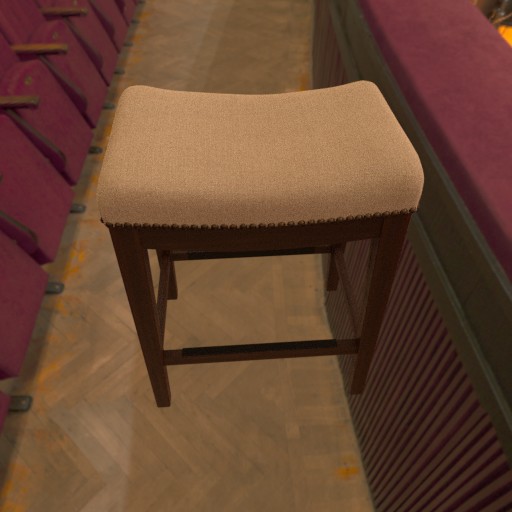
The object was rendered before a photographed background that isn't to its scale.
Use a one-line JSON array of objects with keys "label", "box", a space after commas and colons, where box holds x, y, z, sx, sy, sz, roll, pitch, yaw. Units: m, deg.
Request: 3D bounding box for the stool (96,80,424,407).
[{"label": "stool", "box": [0.000, 0.000, 0.979, 0.509, 0.669, 0.363, -3, 47, -3]}]
